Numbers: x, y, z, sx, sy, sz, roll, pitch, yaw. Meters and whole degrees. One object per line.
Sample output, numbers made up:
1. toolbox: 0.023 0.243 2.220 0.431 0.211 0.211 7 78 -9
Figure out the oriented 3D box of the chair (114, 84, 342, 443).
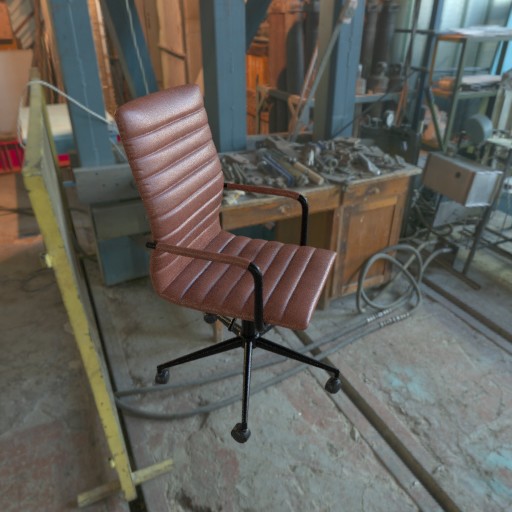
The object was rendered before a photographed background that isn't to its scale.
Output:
1. chair: 0.000 0.000 1.289 0.578 0.878 0.600 10 31 17
